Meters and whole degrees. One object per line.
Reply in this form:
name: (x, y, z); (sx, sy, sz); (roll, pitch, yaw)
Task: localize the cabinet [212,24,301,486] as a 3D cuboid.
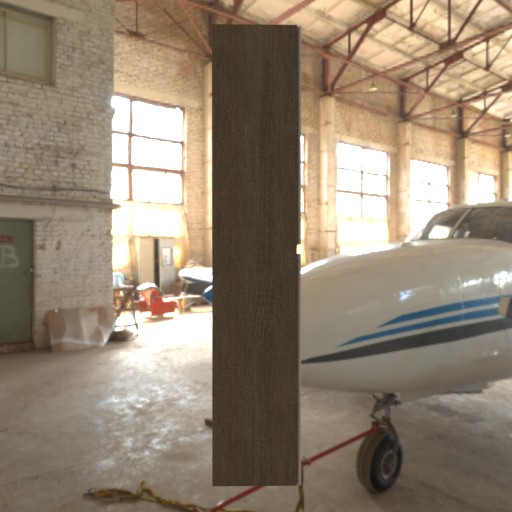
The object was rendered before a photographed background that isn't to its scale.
cabinet: (0.000, 0.000, 1.495); (0.270, 1.400, 0.300); (0, 1, -1)
